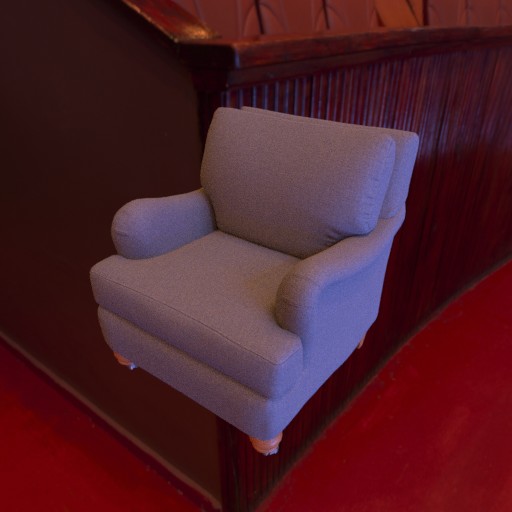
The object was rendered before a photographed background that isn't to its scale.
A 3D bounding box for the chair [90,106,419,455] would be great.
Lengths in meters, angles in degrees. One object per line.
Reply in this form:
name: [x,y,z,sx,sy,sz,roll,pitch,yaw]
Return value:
chair: [0.000,0.000,1.866,0.955,1.038,1.070,20,36,31]
